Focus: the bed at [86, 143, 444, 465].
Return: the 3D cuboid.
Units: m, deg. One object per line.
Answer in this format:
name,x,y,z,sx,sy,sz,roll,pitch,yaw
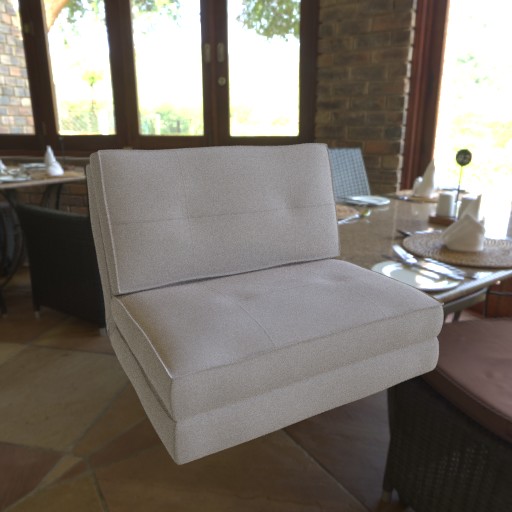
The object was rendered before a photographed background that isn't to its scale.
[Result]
bed,0.000,0.000,1.288,0.799,0.614,0.749,-9,19,-28
